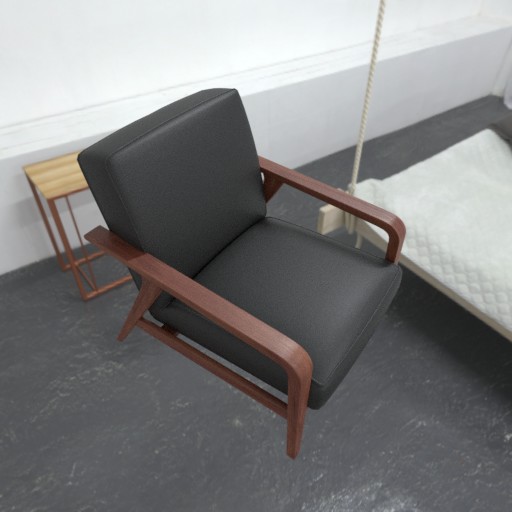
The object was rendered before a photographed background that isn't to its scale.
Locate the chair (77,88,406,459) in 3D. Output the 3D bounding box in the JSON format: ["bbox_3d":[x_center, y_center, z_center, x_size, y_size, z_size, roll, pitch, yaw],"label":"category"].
[{"bbox_3d":[0.000,0.000,1.510,0.889,0.861,0.719,25,48,25],"label":"chair"}]
